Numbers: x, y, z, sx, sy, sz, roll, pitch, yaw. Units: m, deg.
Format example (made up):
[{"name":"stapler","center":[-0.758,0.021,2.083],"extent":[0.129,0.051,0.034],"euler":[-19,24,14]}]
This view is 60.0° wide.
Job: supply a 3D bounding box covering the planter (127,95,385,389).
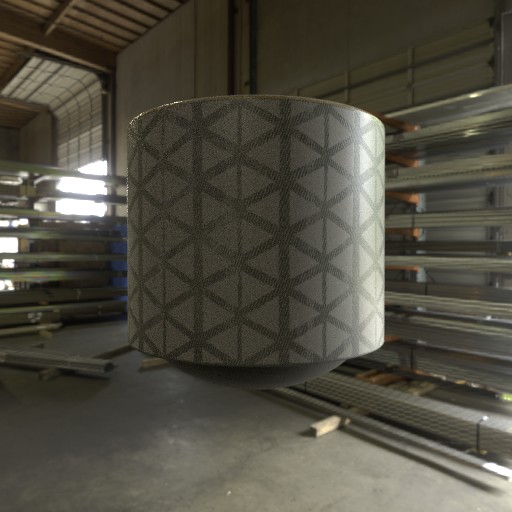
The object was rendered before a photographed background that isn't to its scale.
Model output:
[{"name":"planter","center":[0.000,0.000,0.341],"extent":[0.190,0.181,0.190],"euler":[0,1,0]}]
